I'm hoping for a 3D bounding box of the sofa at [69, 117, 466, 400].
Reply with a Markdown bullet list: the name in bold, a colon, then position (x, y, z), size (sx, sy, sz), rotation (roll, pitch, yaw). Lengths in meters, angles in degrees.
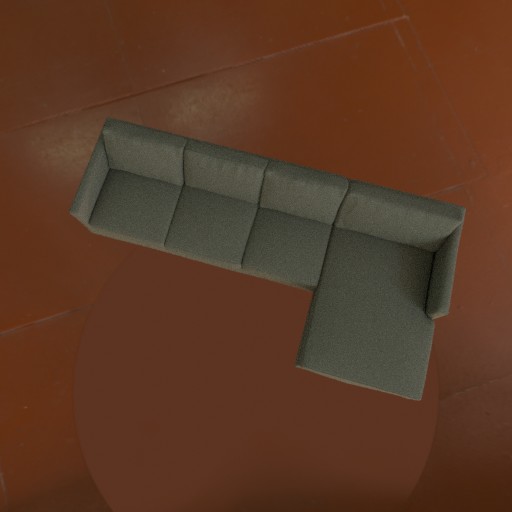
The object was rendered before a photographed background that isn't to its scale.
- **sofa**: position (0.000, 0.000, 3.813), size (3.186, 0.861, 1.625), rotation (15, 76, 4)
